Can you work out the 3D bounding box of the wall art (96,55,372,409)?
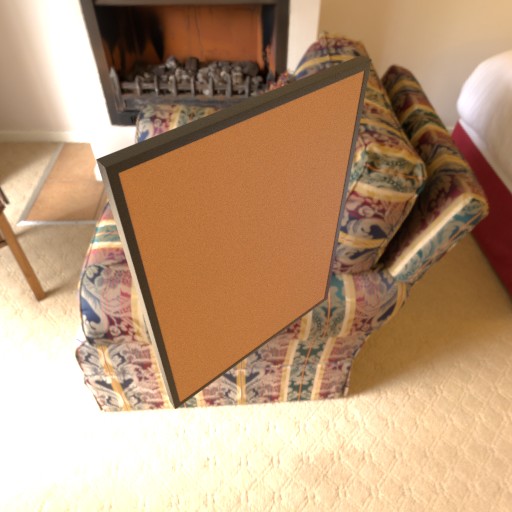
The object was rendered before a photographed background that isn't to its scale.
[{"bbox_3d":[0.000,0.000,1.438,0.804,1.061,0.039,-31,53,-26],"label":"wall art"}]
